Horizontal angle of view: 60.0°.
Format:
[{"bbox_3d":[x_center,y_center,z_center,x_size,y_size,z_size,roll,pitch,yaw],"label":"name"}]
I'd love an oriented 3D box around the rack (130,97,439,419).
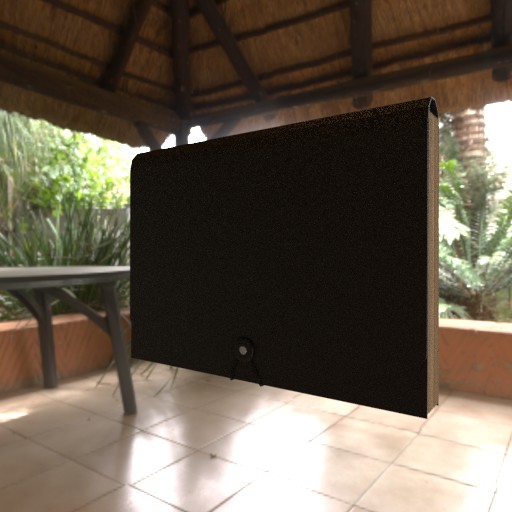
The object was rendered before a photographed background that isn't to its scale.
[{"bbox_3d":[0.000,0.000,0.432,0.330,0.241,0.041,0,1,35],"label":"rack"}]
